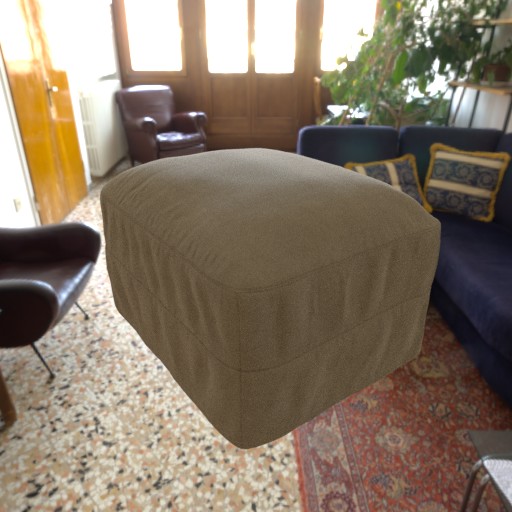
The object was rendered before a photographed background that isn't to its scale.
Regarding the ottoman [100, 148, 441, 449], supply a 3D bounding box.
[{"bbox_3d":[0.000,0.000,1.117,0.584,0.480,0.712,-18,31,-32],"label":"ottoman"}]
